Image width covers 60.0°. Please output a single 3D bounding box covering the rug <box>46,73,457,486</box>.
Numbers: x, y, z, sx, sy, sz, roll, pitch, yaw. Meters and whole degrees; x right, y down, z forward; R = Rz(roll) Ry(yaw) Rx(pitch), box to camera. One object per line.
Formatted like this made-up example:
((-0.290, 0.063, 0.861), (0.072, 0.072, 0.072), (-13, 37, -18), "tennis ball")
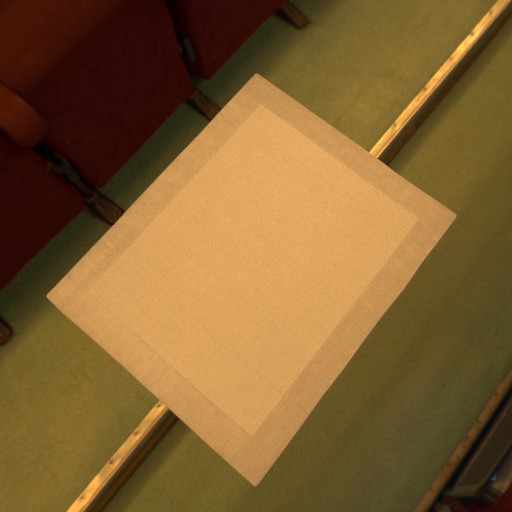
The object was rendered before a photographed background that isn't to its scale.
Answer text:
((0.000, 0.000, 4.029), (2.430, 0.018, 2.976), (38, 79, 9), "rug")
